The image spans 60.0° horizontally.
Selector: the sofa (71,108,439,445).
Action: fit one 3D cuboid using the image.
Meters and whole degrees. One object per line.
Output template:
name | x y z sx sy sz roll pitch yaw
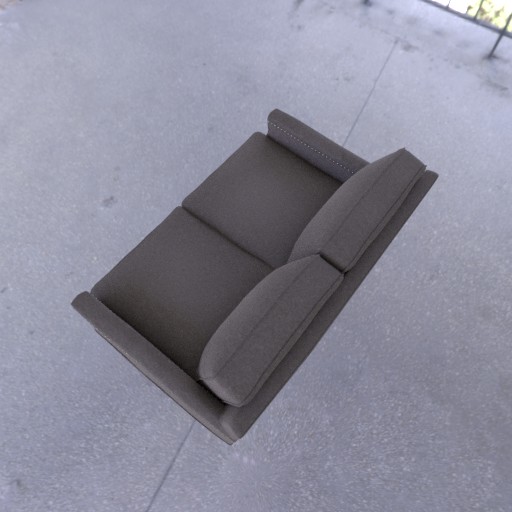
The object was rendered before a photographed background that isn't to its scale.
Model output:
sofa | 0.000 0.000 2.312 1.084 1.003 1.597 35 68 16
